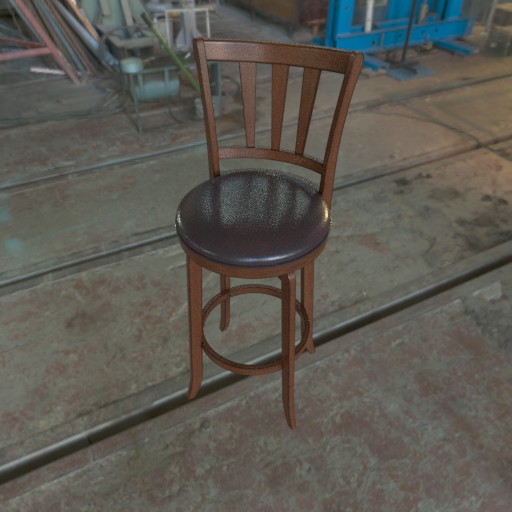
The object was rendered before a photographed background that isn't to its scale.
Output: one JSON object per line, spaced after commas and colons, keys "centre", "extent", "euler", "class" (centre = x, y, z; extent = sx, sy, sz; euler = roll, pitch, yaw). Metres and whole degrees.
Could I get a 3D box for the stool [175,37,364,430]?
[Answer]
{"centre": [0.000, 0.000, 1.409], "extent": [0.464, 1.177, 0.503], "euler": [11, 41, 13], "class": "stool"}
